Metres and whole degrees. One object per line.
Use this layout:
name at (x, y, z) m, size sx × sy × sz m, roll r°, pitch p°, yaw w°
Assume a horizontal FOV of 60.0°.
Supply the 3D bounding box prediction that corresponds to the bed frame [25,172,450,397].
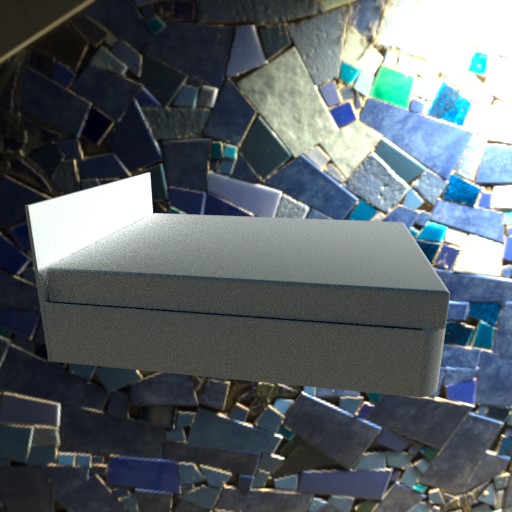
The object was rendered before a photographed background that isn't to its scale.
bed frame at (0.000, 0.000, 2.643) m, size 1.900 × 0.800 × 1.400 m, roll 3°, pitch 17°, yaw 9°
